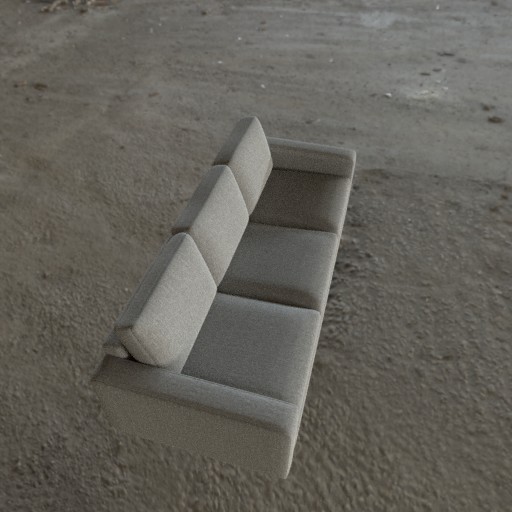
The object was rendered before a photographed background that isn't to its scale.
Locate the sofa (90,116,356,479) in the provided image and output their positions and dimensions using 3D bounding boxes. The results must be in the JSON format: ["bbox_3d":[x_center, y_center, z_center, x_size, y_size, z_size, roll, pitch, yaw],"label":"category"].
[{"bbox_3d":[0.000,0.000,2.607,0.900,0.800,2.120,11,46,11],"label":"sofa"}]
